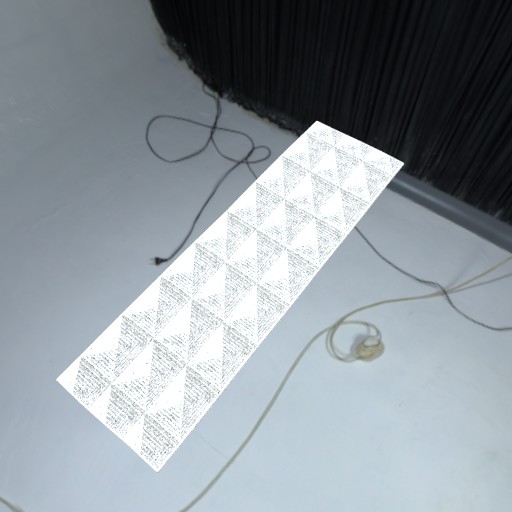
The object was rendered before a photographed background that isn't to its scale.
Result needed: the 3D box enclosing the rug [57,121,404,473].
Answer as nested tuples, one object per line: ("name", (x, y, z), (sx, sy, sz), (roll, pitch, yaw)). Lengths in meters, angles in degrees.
("rug", (0.000, 0.000, 2.387), (0.645, 0.015, 2.182), (33, 64, 19))
